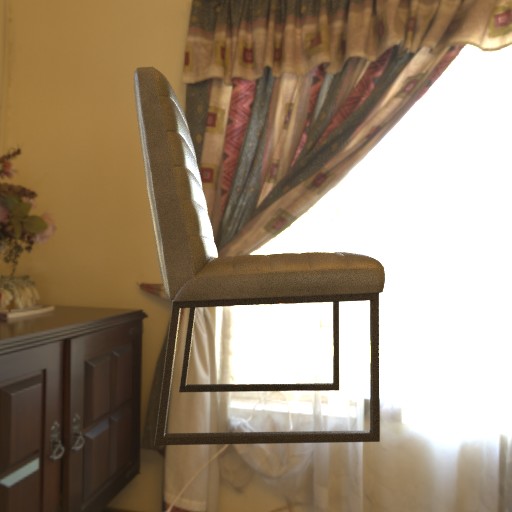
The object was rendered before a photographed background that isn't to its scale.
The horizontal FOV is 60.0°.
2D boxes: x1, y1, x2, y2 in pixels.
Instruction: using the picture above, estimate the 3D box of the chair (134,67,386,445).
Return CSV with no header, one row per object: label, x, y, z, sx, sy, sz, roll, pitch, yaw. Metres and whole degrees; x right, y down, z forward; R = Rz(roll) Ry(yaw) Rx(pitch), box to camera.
chair,0.000,0.000,1.326,0.634,0.930,0.520,0,-1,-2
